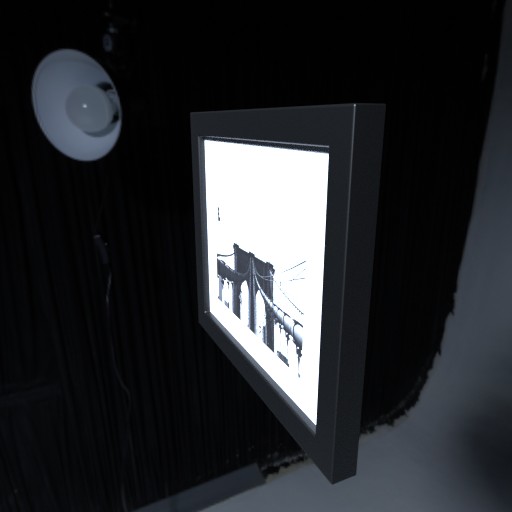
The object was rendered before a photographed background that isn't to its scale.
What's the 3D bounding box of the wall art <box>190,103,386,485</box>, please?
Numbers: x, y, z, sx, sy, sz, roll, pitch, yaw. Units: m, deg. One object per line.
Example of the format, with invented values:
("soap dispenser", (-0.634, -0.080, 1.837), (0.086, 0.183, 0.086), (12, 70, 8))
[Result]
("wall art", (0.000, 0.000, 0.527), (0.028, 0.330, 0.380), (-8, 19, -24))
